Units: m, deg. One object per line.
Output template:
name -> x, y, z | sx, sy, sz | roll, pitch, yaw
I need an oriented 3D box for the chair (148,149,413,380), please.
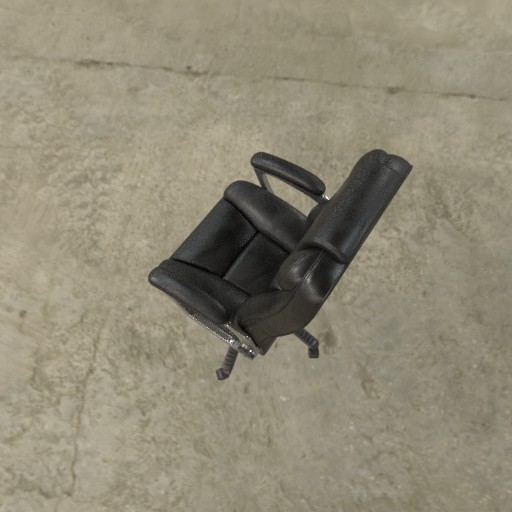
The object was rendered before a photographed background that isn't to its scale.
chair -> 0.000, 0.000, 1.539 | 0.689, 1.075, 0.697 | 31, 67, 15
